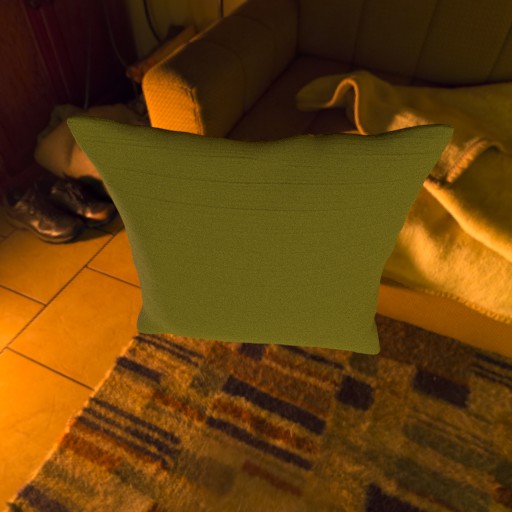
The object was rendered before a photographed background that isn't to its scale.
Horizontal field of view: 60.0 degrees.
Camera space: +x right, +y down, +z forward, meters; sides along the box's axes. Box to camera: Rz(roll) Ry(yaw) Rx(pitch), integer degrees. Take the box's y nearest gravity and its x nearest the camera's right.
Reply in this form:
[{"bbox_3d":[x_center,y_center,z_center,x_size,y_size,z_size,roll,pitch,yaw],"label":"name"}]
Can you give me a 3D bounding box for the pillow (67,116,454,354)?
[{"bbox_3d":[0.000,0.000,0.694,0.470,0.464,0.175,3,47,3],"label":"pillow"}]
